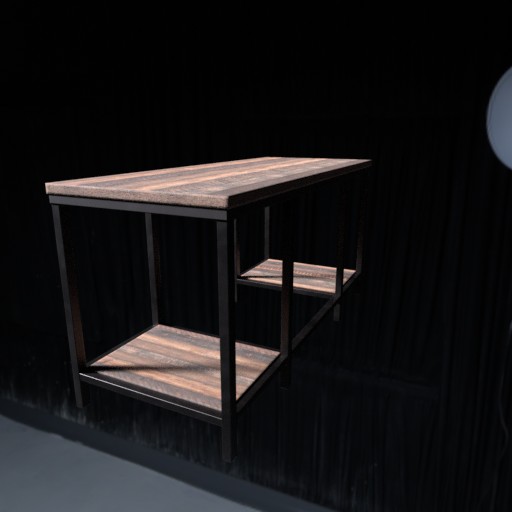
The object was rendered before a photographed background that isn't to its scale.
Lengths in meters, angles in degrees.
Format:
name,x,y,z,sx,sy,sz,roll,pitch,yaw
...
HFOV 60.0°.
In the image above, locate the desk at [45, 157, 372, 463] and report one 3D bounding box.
name,x,y,z,sx,sy,sz,roll,pitch,yaw
desk,0.000,0.000,1.933,0.617,0.753,1.538,8,17,25
